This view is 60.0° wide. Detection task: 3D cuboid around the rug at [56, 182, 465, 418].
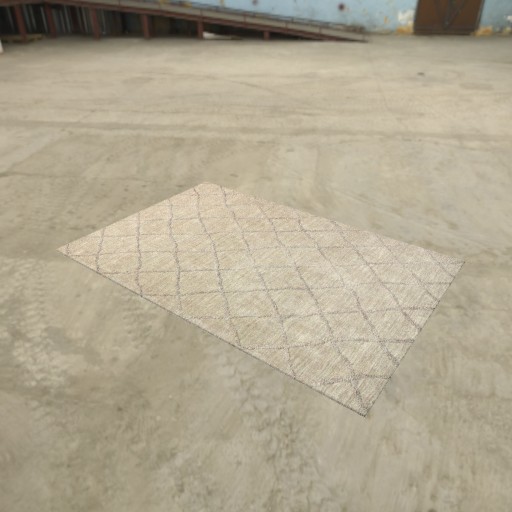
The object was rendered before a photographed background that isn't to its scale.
[{"bbox_3d":[0.000,0.000,2.960,2.280,0.015,1.521,21,37,31],"label":"rug"}]
